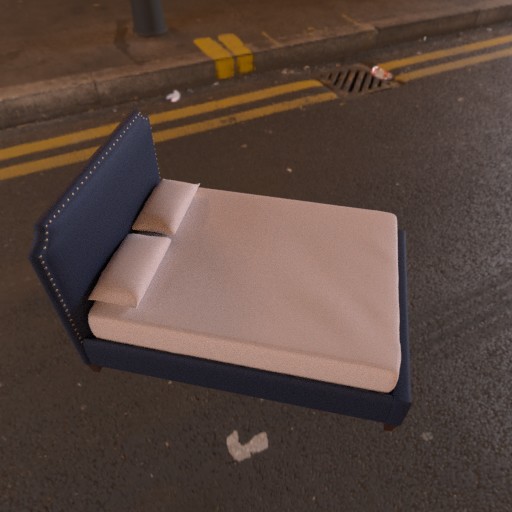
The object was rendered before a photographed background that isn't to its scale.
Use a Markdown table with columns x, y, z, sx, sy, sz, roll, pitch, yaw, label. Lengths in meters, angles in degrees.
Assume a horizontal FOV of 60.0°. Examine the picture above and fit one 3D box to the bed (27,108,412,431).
| x | y | z | sx | sy | sz | roll | pitch | yaw | label |
| --- | --- | --- | --- | --- | --- | --- | --- | --- | --- |
| 0.000 | 0.000 | 3.351 | 2.372 | 1.443 | 1.712 | 9 | 46 | 8 | bed |
